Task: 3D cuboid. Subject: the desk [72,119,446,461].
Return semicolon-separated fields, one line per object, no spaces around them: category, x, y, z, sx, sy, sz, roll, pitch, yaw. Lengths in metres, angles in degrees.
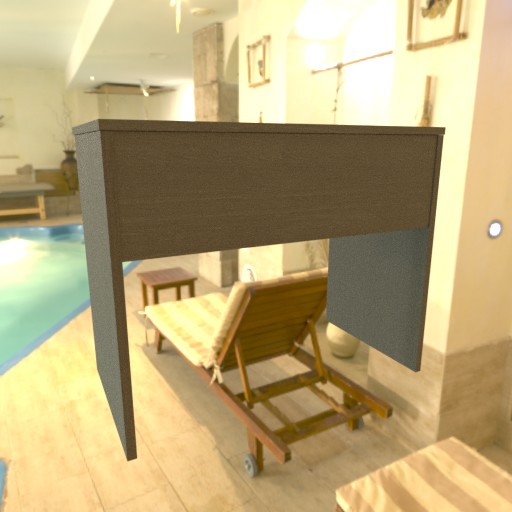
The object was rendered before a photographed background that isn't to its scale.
desk;0.000;0.000;1.299;0.893;0.724;0.498;-7;16;-26
